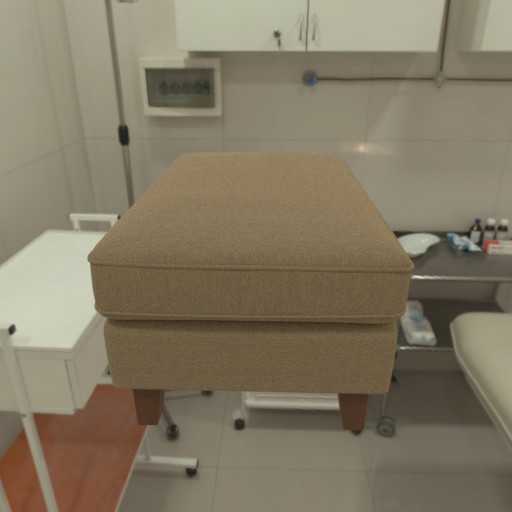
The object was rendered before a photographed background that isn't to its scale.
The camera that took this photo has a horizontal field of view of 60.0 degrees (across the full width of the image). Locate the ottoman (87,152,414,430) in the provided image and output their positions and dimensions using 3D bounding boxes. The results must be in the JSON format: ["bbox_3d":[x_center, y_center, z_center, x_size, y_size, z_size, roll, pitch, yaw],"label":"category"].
[{"bbox_3d":[0.000,0.000,1.313,0.636,0.521,0.945,1,24,2],"label":"ottoman"}]
